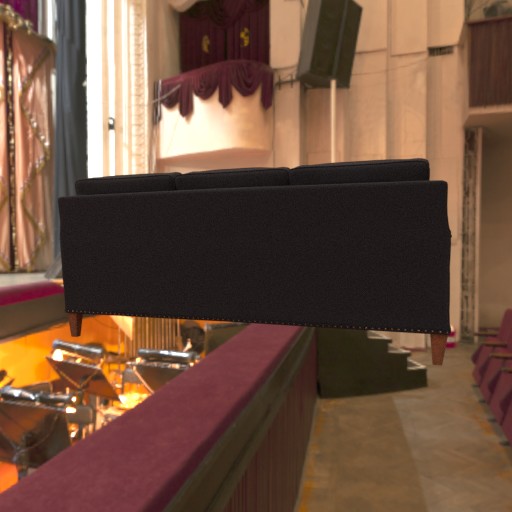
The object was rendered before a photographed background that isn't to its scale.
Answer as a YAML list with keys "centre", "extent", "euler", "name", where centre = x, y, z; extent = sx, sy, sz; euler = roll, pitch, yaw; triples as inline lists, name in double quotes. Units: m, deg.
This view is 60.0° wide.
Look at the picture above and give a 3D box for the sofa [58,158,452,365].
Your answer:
- centre: [0.000, 0.000, 2.824]
  extent: [2.246, 1.003, 1.084]
  euler: [0, 1, 18]
  name: "sofa"
